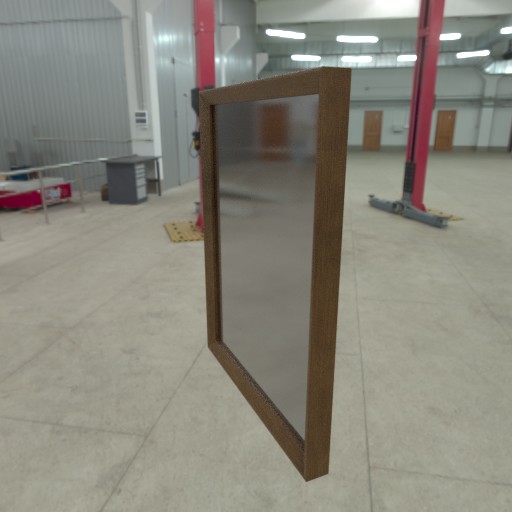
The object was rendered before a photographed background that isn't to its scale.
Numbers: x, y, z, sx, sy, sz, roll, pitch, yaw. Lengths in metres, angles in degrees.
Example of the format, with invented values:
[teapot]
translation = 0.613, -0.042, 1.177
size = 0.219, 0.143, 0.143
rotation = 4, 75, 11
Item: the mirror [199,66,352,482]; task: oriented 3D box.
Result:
[mirror]
translation = 0.000, 0.000, 0.697
size = 0.041, 0.509, 0.406
rotation = -7, 18, -23
